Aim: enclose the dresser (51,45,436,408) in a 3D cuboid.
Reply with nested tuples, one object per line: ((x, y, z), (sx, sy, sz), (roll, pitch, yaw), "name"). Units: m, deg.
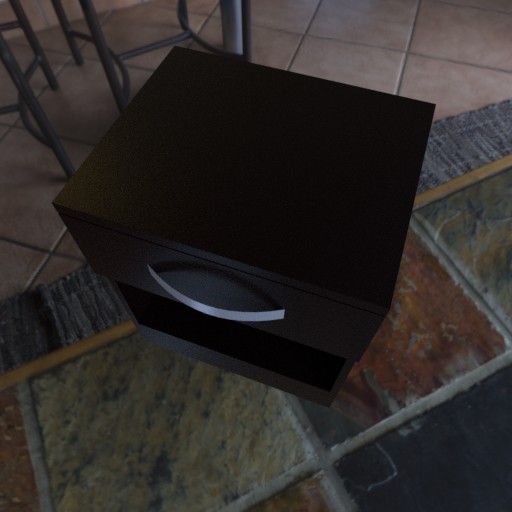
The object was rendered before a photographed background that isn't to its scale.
((0.000, 0.000, 0.759), (0.400, 0.470, 0.360), (17, 59, 11), "dresser")
